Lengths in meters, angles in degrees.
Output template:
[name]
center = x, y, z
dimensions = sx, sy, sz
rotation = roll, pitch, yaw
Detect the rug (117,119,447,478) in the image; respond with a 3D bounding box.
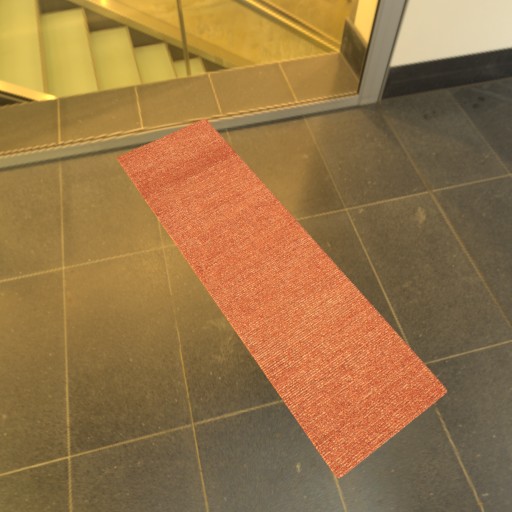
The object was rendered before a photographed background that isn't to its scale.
[rug]
center = 0.000, 0.000, 2.538
dimensions = 0.687, 0.012, 2.307
rotation = -30, 63, -17
